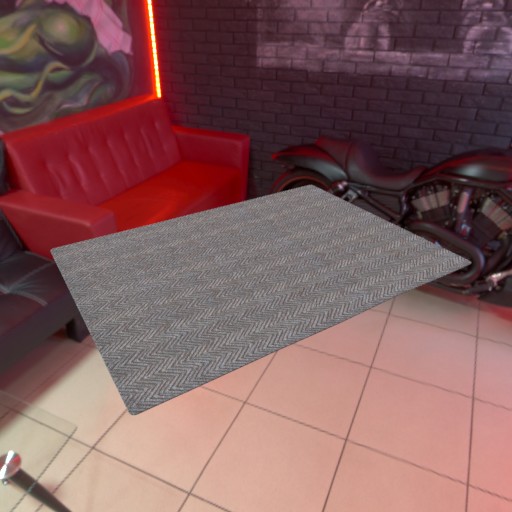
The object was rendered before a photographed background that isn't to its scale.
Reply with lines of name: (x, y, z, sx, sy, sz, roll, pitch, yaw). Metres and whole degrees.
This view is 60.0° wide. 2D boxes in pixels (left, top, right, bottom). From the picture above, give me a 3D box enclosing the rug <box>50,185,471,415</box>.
rug: (0.000, 0.000, 5.125, 3.957, 0.011, 2.894, -18, 34, -28)
